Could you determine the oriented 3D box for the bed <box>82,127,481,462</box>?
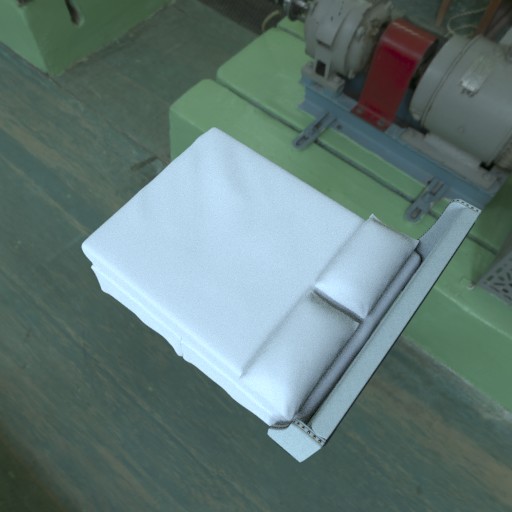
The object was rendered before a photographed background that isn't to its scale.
[{"bbox_3d":[0.000,0.000,3.256,2.237,1.407,1.710,35,68,17],"label":"bed"}]
